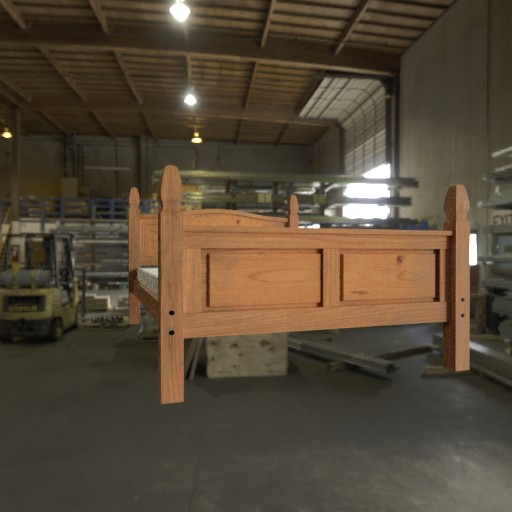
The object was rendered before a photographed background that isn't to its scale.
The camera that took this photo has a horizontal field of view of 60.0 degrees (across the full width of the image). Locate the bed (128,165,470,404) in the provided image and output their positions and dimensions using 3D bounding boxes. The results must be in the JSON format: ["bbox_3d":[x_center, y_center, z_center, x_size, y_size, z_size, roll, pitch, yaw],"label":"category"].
[{"bbox_3d":[0.000,0.000,2.888,1.490,1.100,2.069,0,0,-19],"label":"bed"}]
